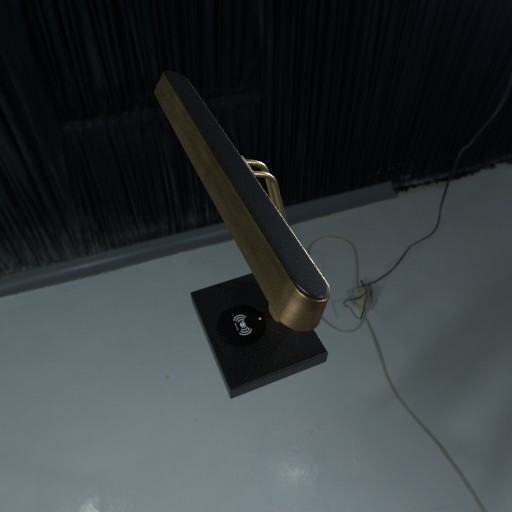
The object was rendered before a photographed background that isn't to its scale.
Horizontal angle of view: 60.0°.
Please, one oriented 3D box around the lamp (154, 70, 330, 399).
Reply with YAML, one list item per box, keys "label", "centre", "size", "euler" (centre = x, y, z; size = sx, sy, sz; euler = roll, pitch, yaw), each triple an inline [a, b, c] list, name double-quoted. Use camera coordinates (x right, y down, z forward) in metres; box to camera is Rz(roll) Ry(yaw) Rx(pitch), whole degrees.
- label: "lamp"
  centre: [0.000, 0.000, 0.579]
  size: [0.156, 0.345, 0.412]
  euler: [-17, 49, -15]
